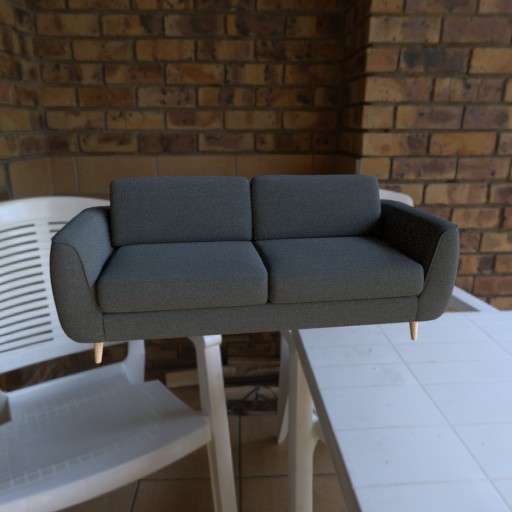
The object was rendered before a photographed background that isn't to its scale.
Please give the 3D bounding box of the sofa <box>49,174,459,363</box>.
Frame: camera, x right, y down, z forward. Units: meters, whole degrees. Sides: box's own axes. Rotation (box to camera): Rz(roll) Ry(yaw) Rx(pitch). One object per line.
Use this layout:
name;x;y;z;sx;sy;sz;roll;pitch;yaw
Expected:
sofa;0.000;0.000;2.516;2.000;0.850;0.920;-2;16;-8
